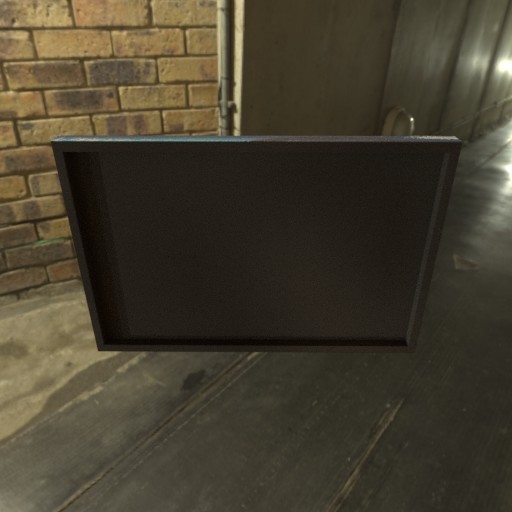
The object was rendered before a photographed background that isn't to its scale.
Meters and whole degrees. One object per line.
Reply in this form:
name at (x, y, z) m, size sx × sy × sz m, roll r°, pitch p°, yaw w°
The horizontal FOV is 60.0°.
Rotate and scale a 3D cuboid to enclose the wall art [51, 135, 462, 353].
wall art at (0.000, 0.000, 0.767) m, size 0.609 × 0.406 × 0.033 m, roll 0°, pitch 29°, yaw 0°
